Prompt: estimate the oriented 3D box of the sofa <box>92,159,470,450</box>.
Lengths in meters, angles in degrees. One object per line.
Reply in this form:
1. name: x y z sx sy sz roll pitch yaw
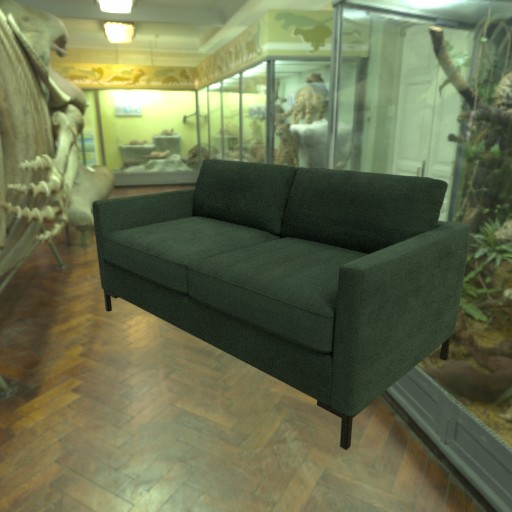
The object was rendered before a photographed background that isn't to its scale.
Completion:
1. sofa: 0.000 0.000 2.143 1.676 0.817 0.875 16 23 42
